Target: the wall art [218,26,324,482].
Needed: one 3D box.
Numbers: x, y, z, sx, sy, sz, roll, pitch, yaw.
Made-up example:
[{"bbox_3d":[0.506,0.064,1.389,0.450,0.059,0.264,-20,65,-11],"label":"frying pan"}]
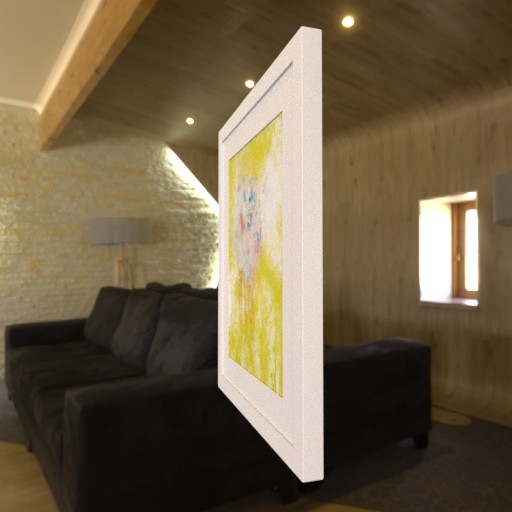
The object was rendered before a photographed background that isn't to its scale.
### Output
[{"bbox_3d":[0.000,0.000,0.758,0.028,0.556,0.454,0,-2,-18],"label":"wall art"}]
